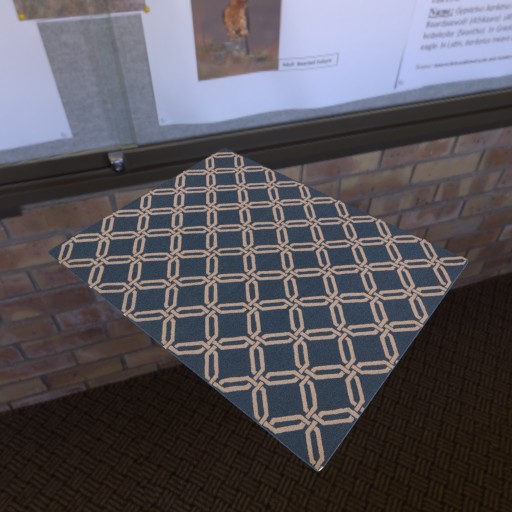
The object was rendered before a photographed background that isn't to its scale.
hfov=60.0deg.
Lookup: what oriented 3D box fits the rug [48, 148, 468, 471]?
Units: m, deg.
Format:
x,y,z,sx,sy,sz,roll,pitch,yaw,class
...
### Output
x,y,z,sx,sy,sz,roll,pitch,yaw,class
0.000,0.000,3.829,2.867,0.020,2.277,30,52,27,rug
